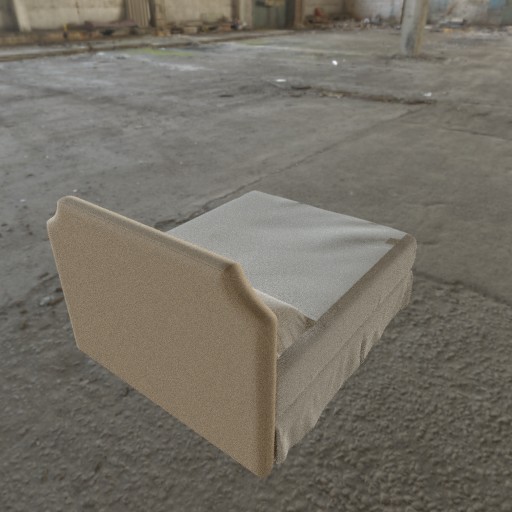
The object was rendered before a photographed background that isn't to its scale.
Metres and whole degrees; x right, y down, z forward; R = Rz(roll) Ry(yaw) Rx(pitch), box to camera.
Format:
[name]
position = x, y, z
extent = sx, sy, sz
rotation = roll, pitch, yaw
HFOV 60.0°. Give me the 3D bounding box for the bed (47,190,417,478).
[bed]
position = 0.000, 0.000, 3.897
extent = 2.134, 1.524, 2.548
rotation = 21, 36, 32
